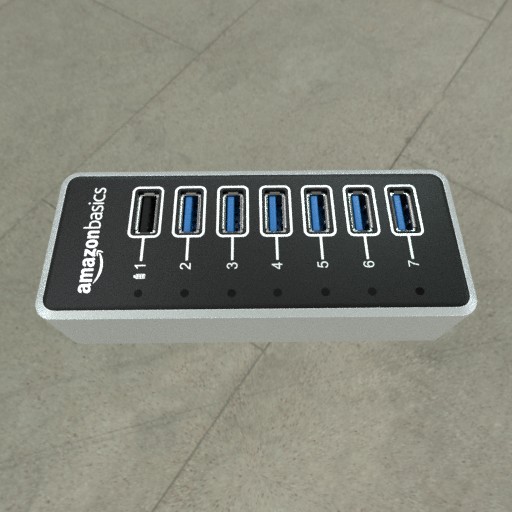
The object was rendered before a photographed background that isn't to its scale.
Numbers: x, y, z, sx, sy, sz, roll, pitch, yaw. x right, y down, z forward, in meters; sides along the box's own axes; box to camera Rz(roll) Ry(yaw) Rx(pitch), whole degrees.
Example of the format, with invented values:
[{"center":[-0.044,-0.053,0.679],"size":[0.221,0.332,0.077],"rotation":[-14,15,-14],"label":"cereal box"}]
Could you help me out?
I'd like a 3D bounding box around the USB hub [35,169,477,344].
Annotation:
[{"center":[0.000,0.000,0.127],"size":[0.110,0.023,0.044],"rotation":[-1,64,0],"label":"USB hub"}]
